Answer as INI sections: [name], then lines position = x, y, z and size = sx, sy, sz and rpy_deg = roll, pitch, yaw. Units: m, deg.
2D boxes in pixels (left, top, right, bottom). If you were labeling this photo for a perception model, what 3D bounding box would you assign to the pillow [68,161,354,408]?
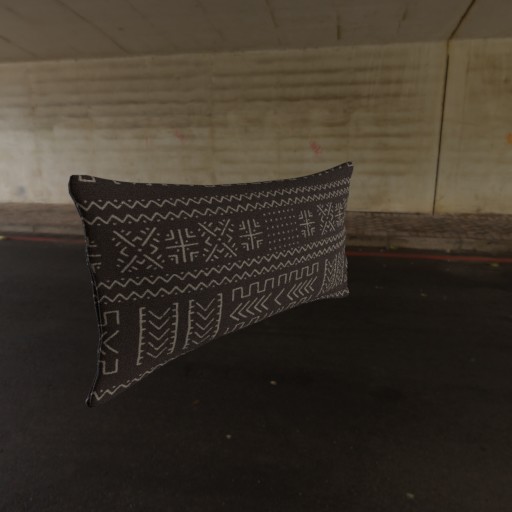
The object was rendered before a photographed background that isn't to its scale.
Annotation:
[pillow]
position = 0.000, 0.000, 0.807
size = 0.135, 0.322, 0.667
rpy_deg = 13, 19, 42
